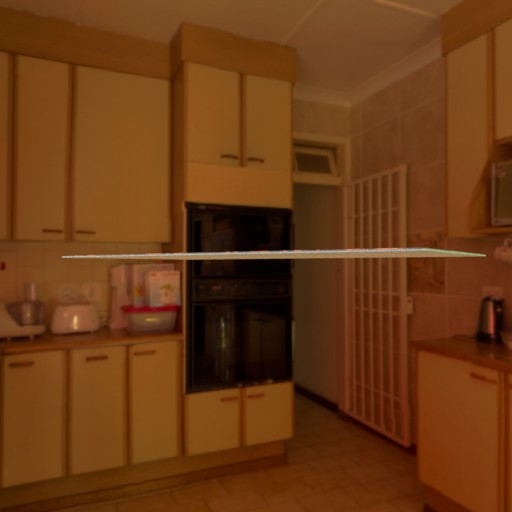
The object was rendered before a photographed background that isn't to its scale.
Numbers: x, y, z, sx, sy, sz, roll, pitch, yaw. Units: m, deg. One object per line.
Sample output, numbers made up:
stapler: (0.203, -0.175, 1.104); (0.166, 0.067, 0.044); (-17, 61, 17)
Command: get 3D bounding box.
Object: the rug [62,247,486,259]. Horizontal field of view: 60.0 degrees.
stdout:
rug: (0.000, 0.000, 1.409); (1.219, 0.007, 0.604); (-1, -1, 36)
